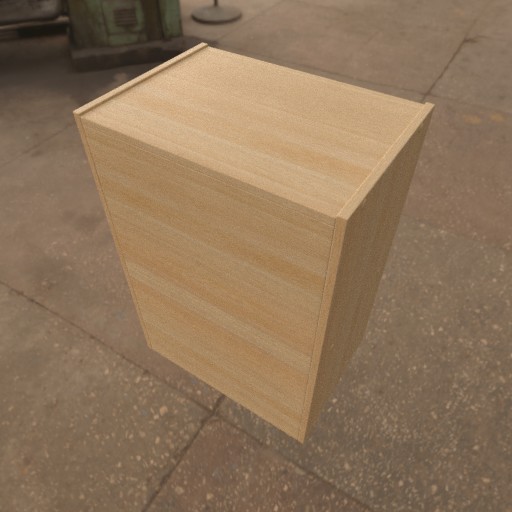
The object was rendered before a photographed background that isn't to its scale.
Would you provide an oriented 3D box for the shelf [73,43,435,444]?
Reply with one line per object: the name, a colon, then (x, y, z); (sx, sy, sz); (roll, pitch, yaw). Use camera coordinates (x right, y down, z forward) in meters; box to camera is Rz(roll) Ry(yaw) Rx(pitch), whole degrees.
shelf: (0.000, 0.000, 0.827); (0.414, 0.592, 0.290); (25, 51, 22)
